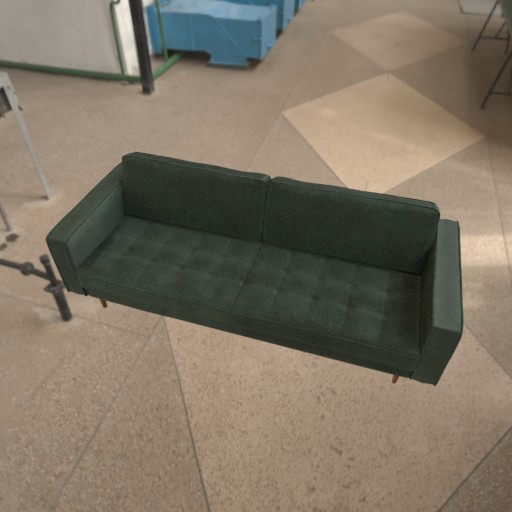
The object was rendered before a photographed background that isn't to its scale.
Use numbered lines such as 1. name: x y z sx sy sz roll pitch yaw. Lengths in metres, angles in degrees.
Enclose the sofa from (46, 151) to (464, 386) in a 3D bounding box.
1. sofa: 0.000 0.000 2.613 2.214 0.781 0.886 12 44 13
